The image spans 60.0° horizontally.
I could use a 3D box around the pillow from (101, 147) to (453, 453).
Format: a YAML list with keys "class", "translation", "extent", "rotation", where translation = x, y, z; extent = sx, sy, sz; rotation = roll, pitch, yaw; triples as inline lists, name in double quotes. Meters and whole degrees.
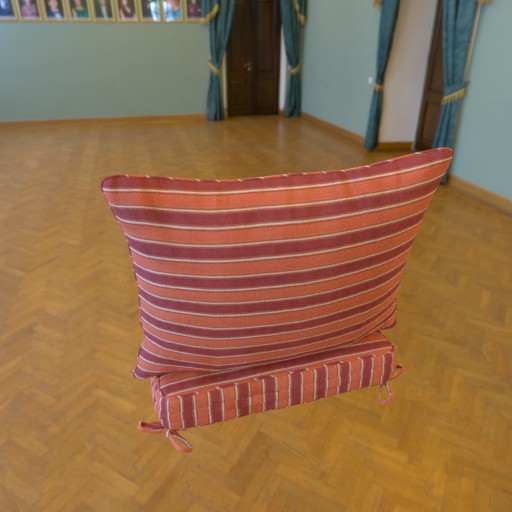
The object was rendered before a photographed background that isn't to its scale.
- class: "pillow"
  translation: [0.000, 0.000, 1.330]
  extent: [0.799, 0.723, 0.733]
  rotation: [-8, 28, -15]
